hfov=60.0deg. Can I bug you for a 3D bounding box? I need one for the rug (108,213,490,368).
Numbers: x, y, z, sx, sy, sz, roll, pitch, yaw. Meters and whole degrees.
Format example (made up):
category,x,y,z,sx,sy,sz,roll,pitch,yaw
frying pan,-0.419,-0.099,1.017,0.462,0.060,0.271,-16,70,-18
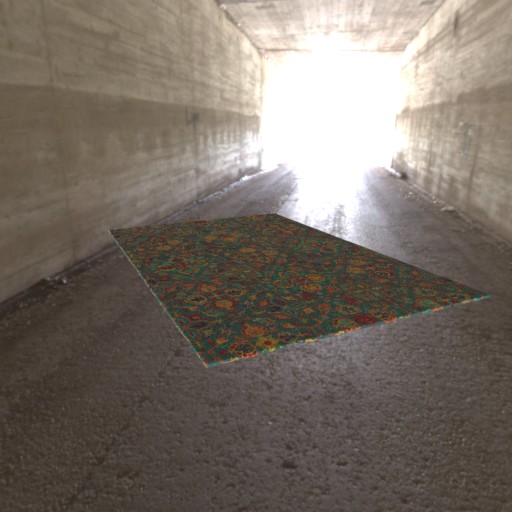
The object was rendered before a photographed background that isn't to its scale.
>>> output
category,x,y,z,sx,sy,sz,roll,pitch,yaw
rug,0.000,0.000,2.902,1.527,0.016,2.290,-8,19,-25
